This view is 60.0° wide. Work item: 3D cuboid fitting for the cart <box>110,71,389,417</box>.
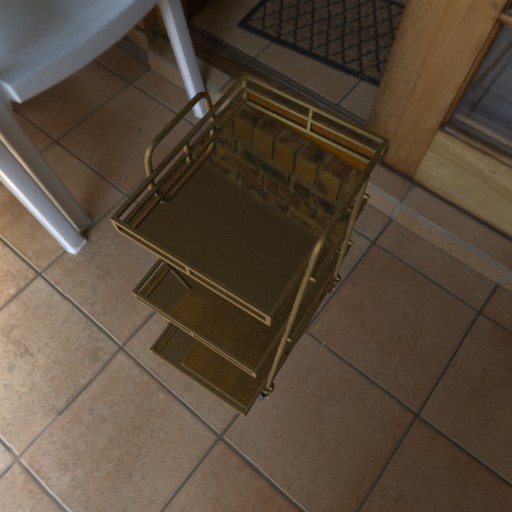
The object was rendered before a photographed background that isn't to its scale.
[{"bbox_3d":[0.000,0.000,1.271,0.441,0.883,0.711,30,68,14],"label":"cart"}]
